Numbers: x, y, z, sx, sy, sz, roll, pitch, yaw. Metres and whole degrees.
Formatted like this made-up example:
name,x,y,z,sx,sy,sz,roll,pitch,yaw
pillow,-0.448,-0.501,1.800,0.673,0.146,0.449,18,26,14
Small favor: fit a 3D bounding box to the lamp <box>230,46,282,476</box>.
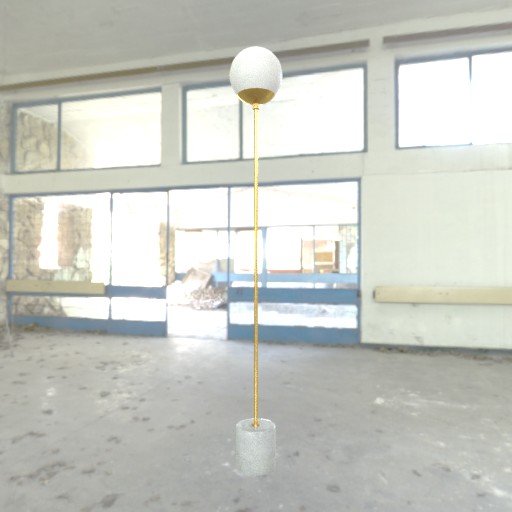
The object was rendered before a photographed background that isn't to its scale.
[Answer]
name,x,y,z,sx,sy,sz,roll,pitch,yaw
lamp,0.000,0.000,1.861,0.224,1.753,0.224,0,-1,17
